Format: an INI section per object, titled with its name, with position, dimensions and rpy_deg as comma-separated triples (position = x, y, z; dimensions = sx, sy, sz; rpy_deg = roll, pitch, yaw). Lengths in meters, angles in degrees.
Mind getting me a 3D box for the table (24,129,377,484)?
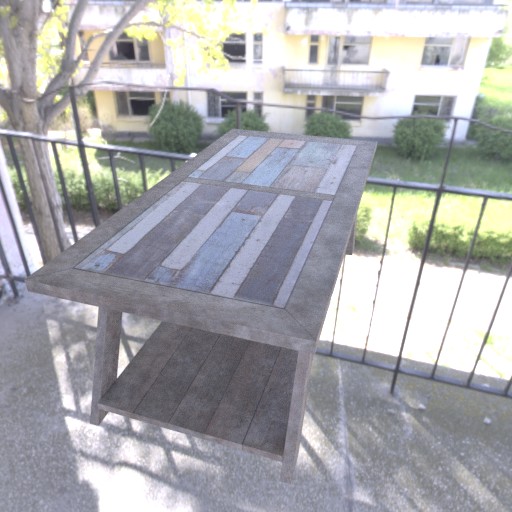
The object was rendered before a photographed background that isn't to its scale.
[table]
position = 0.000, 0.000, 1.450
dimensions = 0.610, 0.470, 1.219
rpy_deg = 9, 32, 15
